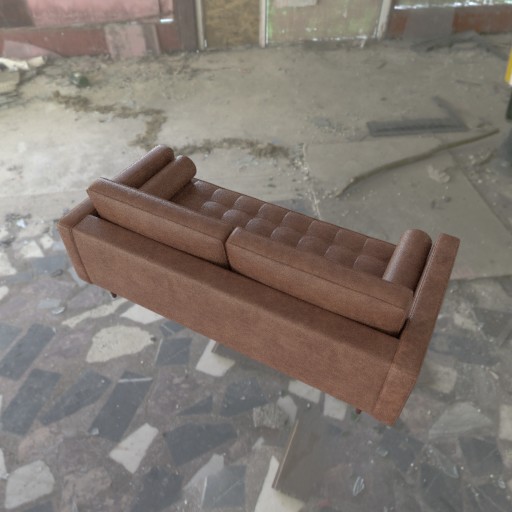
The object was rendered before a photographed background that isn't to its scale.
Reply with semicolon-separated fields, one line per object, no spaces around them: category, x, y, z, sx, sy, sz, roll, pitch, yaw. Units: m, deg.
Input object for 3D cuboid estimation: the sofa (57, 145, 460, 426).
sofa;0.000;0.000;2.361;1.870;0.760;0.910;21;49;20
